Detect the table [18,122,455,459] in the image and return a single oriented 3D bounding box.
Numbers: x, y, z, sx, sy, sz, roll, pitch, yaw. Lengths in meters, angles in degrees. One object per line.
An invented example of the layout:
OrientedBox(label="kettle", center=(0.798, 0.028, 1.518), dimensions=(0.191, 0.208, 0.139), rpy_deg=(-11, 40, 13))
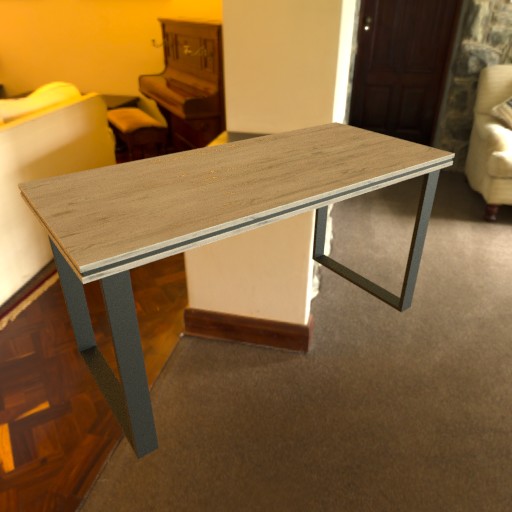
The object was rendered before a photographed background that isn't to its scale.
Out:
OrientedBox(label="table", center=(0.000, 0.000, 2.170), dimensions=(1.778, 0.899, 0.795), rpy_deg=(-20, 35, -31))
